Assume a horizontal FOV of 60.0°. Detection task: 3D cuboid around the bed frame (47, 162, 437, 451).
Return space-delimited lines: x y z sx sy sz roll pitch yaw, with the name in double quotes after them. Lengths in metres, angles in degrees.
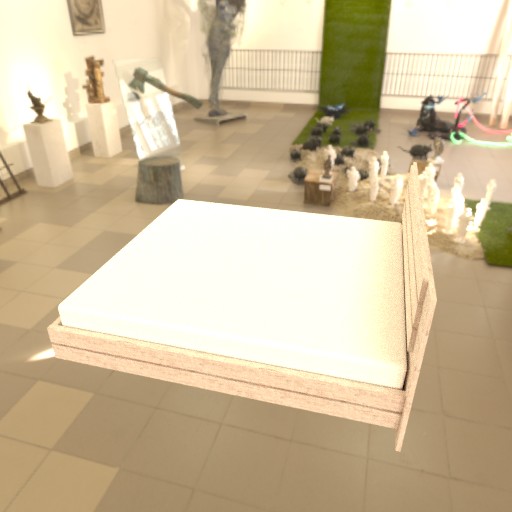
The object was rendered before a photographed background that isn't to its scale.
0.000 0.000 3.120 2.080 0.970 1.950 8 30 13 "bed frame"
